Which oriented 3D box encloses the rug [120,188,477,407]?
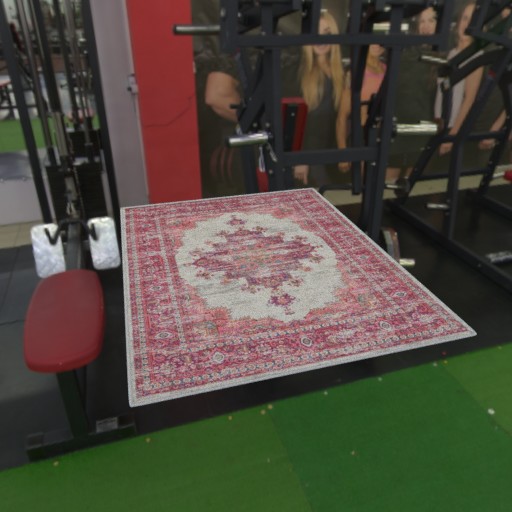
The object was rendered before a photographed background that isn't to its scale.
[{"bbox_3d":[0.000,0.000,4.219,2.447,0.017,3.123,-8,30,-14],"label":"rug"}]
